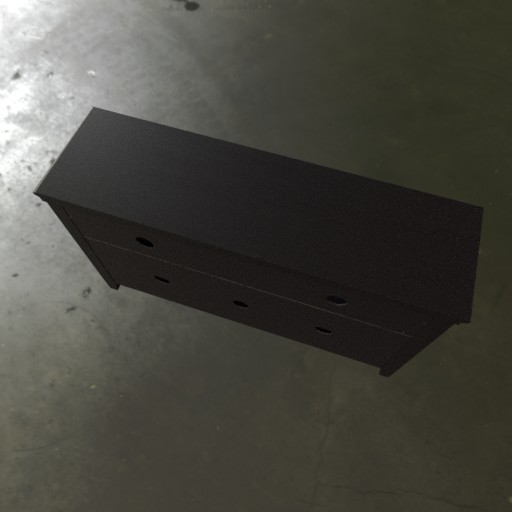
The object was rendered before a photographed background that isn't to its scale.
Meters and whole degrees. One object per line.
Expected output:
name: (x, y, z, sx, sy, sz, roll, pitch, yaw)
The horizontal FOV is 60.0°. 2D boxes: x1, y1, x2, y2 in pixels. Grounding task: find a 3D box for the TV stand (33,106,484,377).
TV stand: (0.000, 0.000, 1.522, 1.198, 0.681, 0.347, 16, 64, 8)
